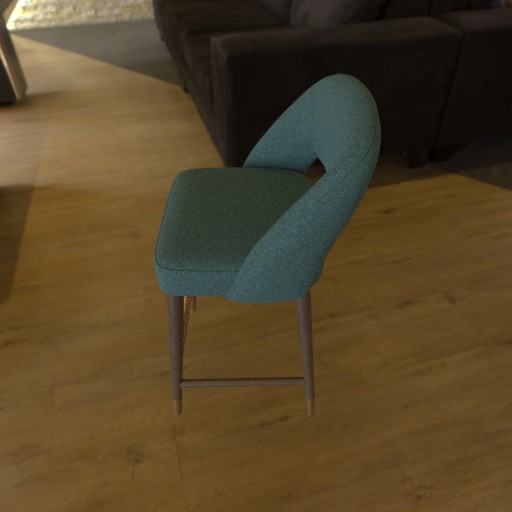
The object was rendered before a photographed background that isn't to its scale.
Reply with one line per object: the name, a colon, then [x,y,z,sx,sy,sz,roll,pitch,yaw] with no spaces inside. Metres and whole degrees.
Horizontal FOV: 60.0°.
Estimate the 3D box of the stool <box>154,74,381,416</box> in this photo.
stool: [0.000,0.000,1.267,0.522,0.939,0.536,0,41,0]
